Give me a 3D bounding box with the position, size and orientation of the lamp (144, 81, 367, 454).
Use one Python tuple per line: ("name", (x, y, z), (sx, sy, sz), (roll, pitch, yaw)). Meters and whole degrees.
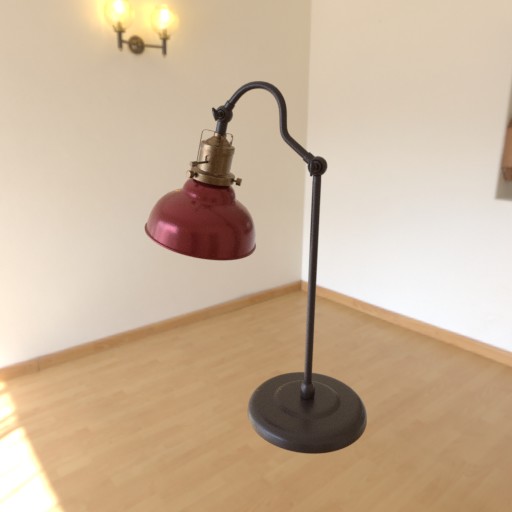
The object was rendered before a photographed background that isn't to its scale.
("lamp", (0.000, 0.000, 0.689), (0.374, 0.508, 0.192), (8, 18, 24))
